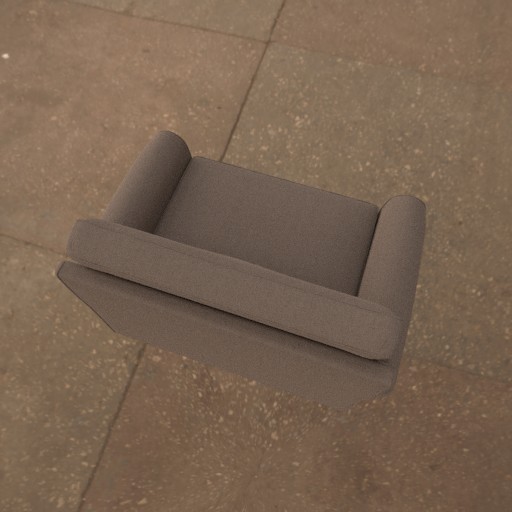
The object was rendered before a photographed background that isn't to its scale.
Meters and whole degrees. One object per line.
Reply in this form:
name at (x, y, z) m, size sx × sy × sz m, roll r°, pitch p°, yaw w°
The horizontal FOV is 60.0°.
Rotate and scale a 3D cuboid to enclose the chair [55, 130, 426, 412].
chair at (0.000, 0.000, 2.030) m, size 1.390 × 0.930 × 0.930 m, roll 17°, pitch 65°, yaw 8°
